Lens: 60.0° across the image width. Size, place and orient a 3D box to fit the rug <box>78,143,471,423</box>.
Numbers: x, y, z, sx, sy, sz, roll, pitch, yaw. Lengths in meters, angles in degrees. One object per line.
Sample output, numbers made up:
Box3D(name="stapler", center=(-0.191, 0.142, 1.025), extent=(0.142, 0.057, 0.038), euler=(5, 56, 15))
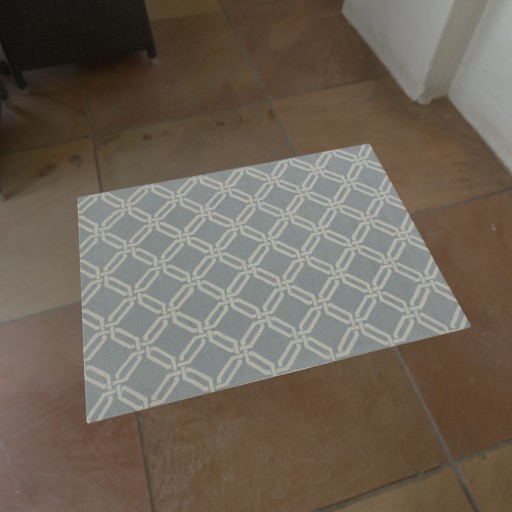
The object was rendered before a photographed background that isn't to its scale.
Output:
Box3D(name="rug", center=(0.000, 0.000, 2.760), extent=(2.133, 0.013, 1.522), euler=(-12, 58, -8))
